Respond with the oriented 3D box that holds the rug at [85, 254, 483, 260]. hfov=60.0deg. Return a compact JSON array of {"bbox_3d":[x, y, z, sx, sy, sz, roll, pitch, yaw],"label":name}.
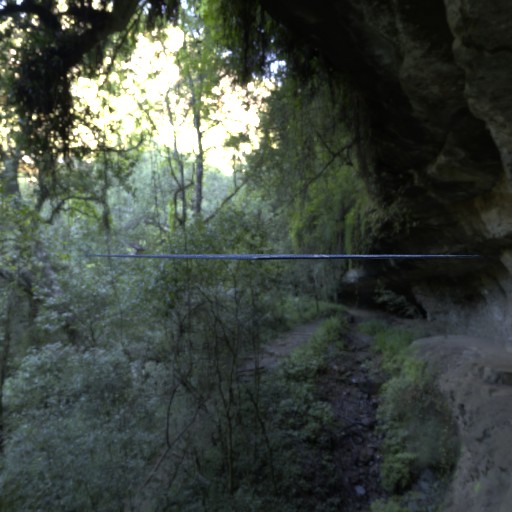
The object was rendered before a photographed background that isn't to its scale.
[{"bbox_3d":[0.000,0.000,4.463,2.432,0.018,3.342,0,1,-36],"label":"rug"}]
